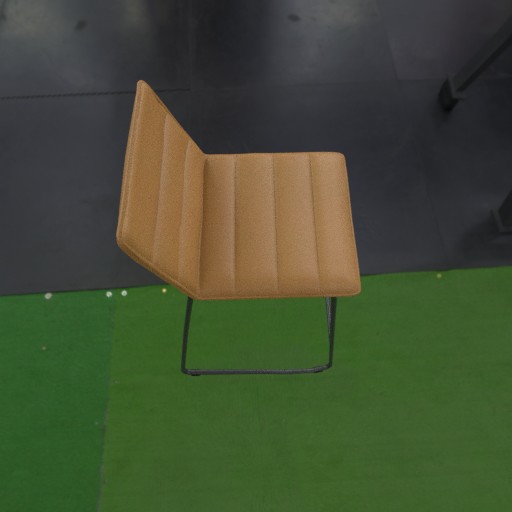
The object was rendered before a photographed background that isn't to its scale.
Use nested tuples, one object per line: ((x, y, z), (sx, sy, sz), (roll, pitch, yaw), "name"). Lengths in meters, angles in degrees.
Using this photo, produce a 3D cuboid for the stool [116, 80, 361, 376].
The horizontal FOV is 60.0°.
((0.000, 0.000, 1.253), (0.524, 0.936, 0.489), (-1, 64, 0), "stool")
